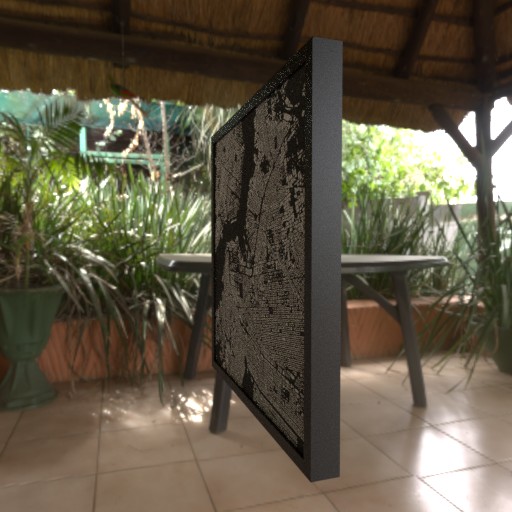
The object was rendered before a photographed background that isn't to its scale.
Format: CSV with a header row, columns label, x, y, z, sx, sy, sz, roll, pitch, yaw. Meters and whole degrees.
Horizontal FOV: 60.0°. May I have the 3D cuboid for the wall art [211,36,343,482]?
label,x,y,z,sx,sy,sz,roll,pitch,yaw
wall art,0.000,0.000,0.748,0.038,0.506,0.506,-1,2,-19
